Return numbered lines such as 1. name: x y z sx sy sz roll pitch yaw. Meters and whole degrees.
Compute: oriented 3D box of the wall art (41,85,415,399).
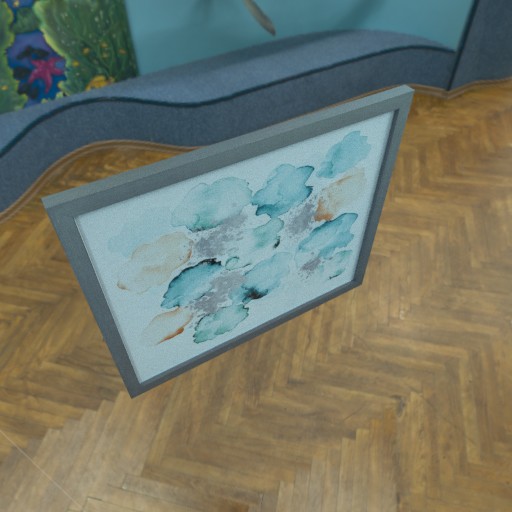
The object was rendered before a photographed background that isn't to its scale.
1. wall art: 0.000 0.000 0.909 0.660 0.558 0.026 -23 51 -20
